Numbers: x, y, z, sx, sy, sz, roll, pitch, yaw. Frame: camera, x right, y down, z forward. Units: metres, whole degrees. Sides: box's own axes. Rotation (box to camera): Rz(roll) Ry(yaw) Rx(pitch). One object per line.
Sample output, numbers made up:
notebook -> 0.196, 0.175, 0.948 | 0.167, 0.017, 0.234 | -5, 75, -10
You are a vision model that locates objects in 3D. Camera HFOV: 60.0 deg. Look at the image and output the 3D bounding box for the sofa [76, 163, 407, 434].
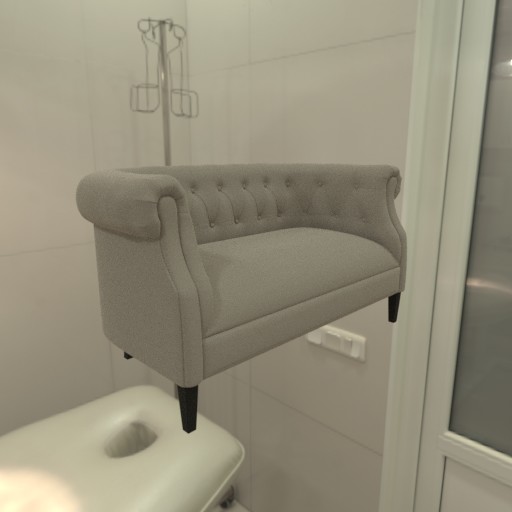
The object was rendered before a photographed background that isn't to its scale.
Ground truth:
sofa -> 0.000, 0.000, 2.074 | 1.558, 0.827, 0.835 | -13, 19, -43
